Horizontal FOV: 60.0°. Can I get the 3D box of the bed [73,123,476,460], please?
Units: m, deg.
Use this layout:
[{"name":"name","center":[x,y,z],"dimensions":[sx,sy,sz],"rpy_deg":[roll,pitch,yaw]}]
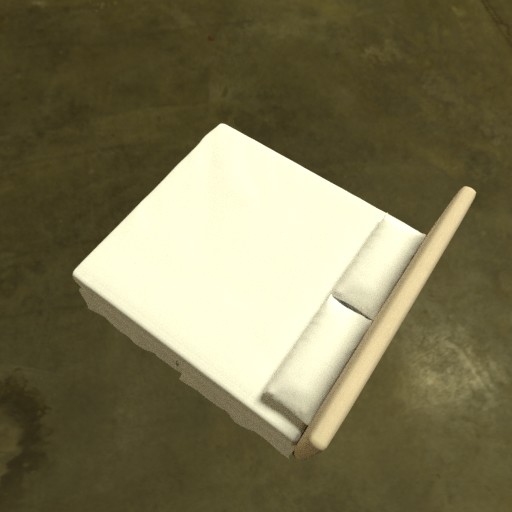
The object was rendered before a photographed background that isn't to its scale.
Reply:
[{"name":"bed","center":[0.000,0.000,3.539],"dimensions":[2.319,1.317,2.119],"rpy_deg":[33,68,15]}]
